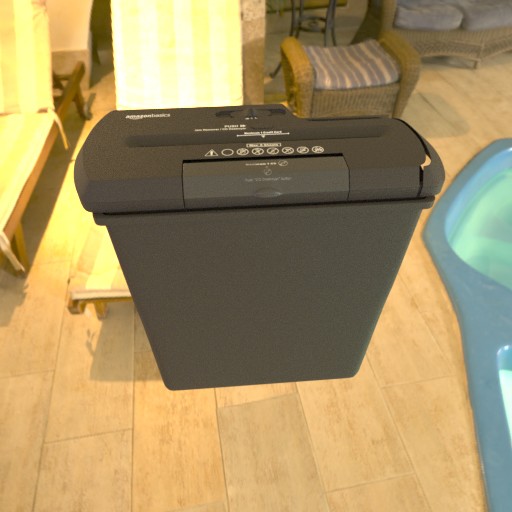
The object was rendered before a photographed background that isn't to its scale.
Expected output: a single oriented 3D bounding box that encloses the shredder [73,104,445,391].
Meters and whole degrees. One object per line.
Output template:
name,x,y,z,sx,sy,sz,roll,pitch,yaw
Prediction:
shredder,0.000,0.000,0.515,0.320,0.335,0.170,-3,46,-3
